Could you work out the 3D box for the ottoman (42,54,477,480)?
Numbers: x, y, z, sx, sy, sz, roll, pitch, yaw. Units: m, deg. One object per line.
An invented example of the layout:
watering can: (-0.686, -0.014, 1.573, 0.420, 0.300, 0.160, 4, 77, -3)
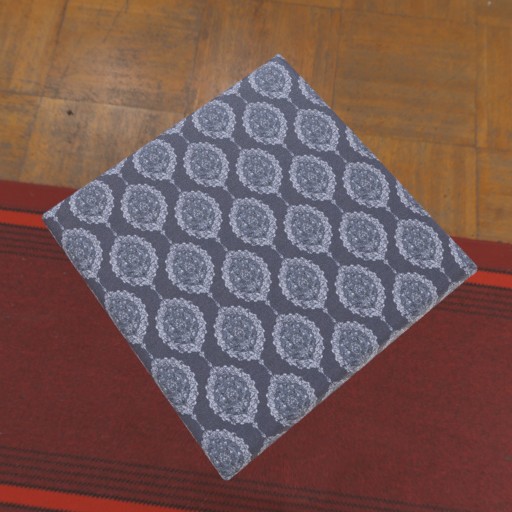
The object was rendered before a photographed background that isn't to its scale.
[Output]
ottoman: (0.000, 0.000, 1.394, 0.889, 0.409, 0.890, -37, 79, -9)
